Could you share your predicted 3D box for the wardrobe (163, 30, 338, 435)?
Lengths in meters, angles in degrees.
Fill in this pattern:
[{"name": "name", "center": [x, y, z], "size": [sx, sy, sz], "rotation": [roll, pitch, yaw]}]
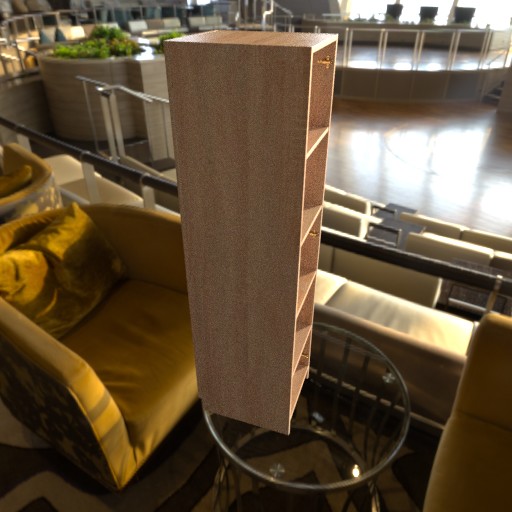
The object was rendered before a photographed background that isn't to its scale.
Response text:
[{"name": "wardrobe", "center": [0.000, 0.000, 2.381], "size": [0.588, 2.117, 0.496], "rotation": [11, 33, 16]}]
